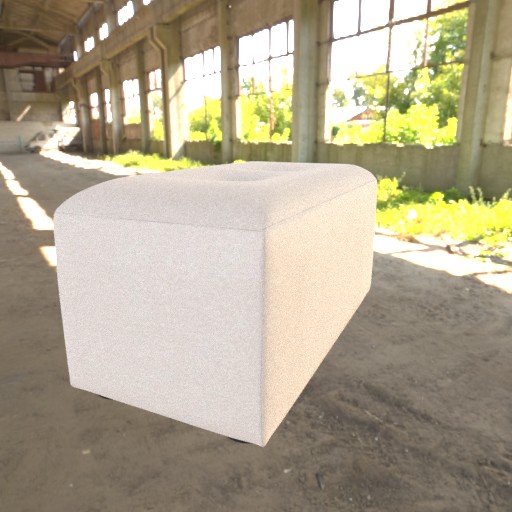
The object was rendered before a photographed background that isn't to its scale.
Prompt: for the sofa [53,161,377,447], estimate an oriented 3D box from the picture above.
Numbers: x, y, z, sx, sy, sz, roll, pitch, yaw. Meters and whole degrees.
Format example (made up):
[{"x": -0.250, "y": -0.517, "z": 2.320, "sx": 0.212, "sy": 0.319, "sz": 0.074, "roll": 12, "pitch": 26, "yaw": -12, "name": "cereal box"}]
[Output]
[{"x": 0.000, "y": 0.000, "z": 1.214, "sx": 0.480, "sy": 0.470, "sz": 0.930, "roll": 7, "pitch": 17, "yaw": 25, "name": "sofa"}]
